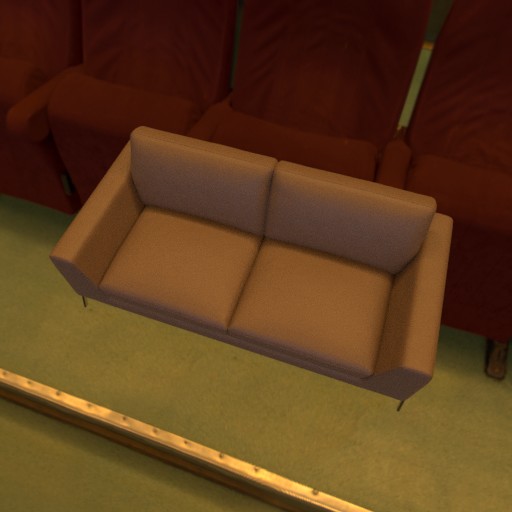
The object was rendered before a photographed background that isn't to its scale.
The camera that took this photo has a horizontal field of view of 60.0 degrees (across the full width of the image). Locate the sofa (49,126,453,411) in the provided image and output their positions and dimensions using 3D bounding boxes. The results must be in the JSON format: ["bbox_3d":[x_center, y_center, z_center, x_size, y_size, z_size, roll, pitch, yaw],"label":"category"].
[{"bbox_3d":[0.000,0.000,2.529,2.017,0.875,0.953,16,59,10],"label":"sofa"}]
